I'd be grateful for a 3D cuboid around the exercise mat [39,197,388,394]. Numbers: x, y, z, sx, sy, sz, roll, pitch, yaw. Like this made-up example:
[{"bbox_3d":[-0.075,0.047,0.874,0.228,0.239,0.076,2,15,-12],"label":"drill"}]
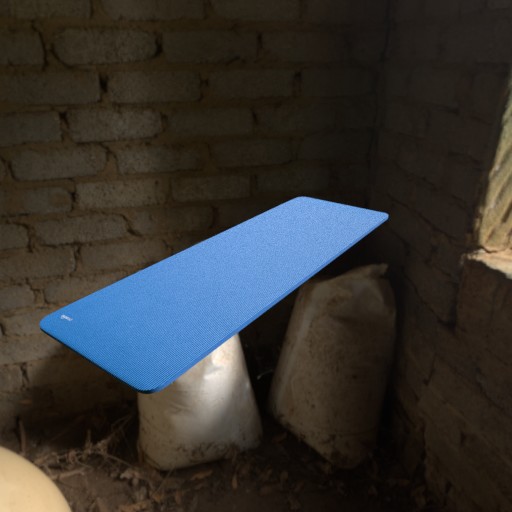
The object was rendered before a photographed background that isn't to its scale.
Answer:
[{"bbox_3d":[0.000,0.000,2.095,0.616,0.021,1.869,17,30,32],"label":"exercise mat"}]
